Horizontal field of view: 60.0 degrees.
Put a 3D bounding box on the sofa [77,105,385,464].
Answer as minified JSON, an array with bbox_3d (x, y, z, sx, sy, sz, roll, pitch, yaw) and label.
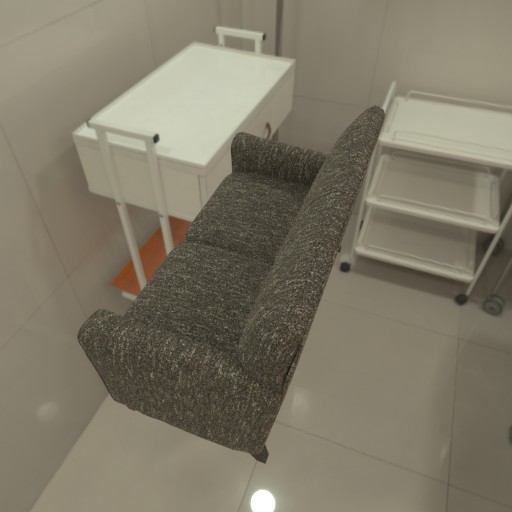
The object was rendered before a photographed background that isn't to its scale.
[{"bbox_3d":[0.000,0.000,2.068,0.801,0.946,1.519,15,47,15],"label":"sofa"}]
